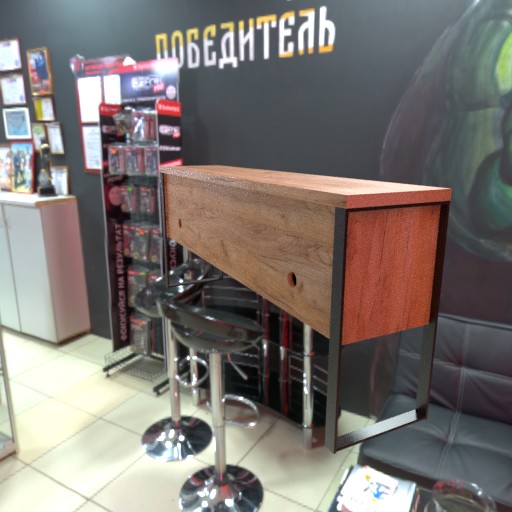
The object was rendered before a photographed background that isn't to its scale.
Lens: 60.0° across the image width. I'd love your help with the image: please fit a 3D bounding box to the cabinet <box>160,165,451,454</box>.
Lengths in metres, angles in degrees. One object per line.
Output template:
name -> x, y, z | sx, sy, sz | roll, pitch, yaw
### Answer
cabinet -> 0.000, 0.000, 2.082 | 0.395, 0.762, 1.800 | -7, 16, -26
